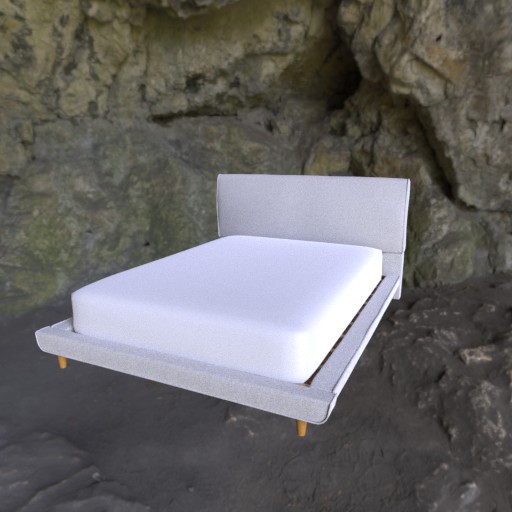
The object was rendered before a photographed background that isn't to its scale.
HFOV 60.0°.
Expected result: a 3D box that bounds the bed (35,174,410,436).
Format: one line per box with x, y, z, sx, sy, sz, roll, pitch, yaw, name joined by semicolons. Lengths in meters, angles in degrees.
0.000;0.000;3.257;1.840;1.067;2.368;6;15;25;bed
